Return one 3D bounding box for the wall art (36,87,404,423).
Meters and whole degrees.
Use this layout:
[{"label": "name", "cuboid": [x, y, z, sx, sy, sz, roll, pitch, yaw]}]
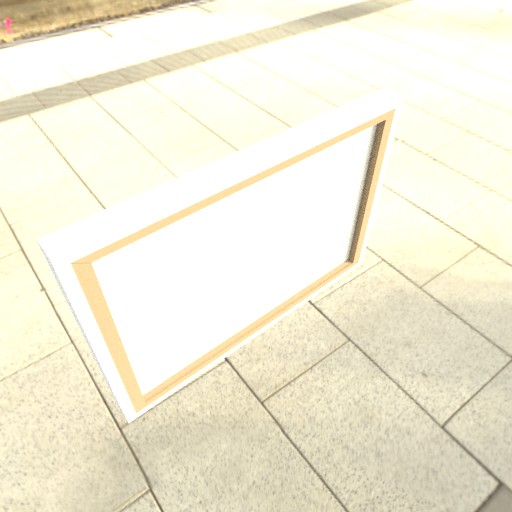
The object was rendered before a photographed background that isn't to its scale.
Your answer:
[{"label": "wall art", "cuboid": [0.000, 0.000, 0.773, 0.608, 0.414, 0.042, -30, 53, -26]}]
